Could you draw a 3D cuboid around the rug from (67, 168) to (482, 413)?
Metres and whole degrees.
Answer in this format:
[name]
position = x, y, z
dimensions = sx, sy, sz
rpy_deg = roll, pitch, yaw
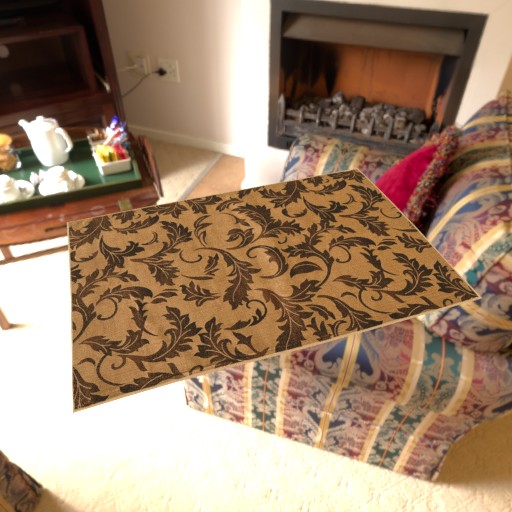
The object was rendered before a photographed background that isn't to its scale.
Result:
[rug]
position = 0.000, 0.000, 2.839
dimensions = 2.284, 0.008, 1.522
rpy_deg = -13, 44, -14
